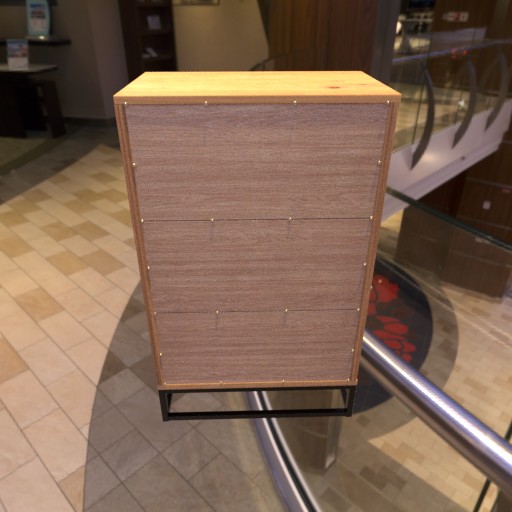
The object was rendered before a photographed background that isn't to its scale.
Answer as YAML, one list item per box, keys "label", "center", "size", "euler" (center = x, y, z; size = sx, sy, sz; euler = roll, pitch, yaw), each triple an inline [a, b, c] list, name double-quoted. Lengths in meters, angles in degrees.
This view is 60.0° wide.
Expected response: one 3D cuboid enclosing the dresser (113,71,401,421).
- label: "dresser"
  center: [0.000, 0.000, 1.671]
  size: [0.761, 1.240, 0.479]
  euler: [-1, 30, -2]
